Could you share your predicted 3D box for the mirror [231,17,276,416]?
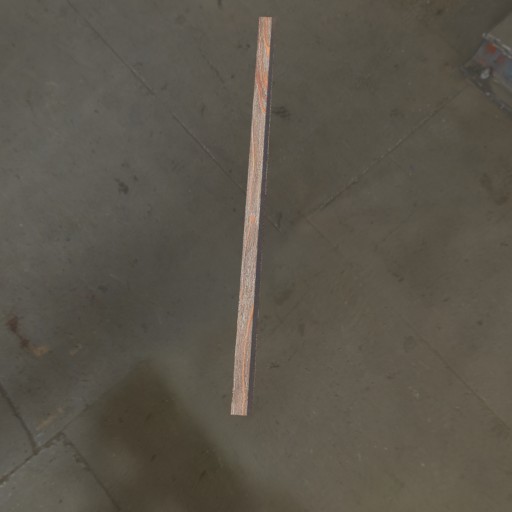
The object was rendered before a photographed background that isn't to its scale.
[{"bbox_3d":[0.000,0.000,1.195,0.032,0.882,0.730,3,76,1],"label":"mirror"}]
